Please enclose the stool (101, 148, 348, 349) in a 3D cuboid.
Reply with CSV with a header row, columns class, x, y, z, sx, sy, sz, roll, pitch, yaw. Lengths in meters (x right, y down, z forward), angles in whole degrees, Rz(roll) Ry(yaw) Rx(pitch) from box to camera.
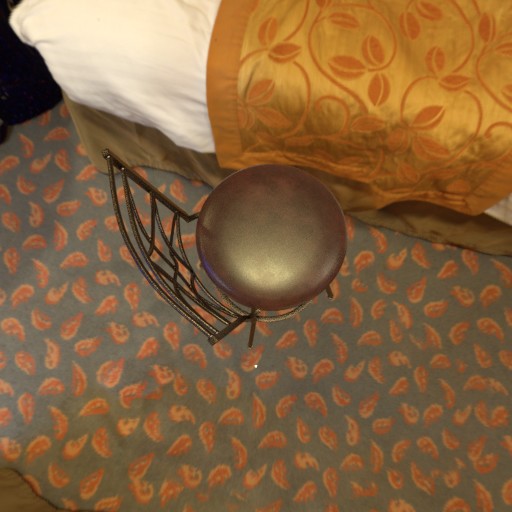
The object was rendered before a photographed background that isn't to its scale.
class,x,y,z,sx,sy,sz,roll,pitch,yaw
stool,0.000,0.000,1.384,0.534,1.117,0.434,-30,78,-7
